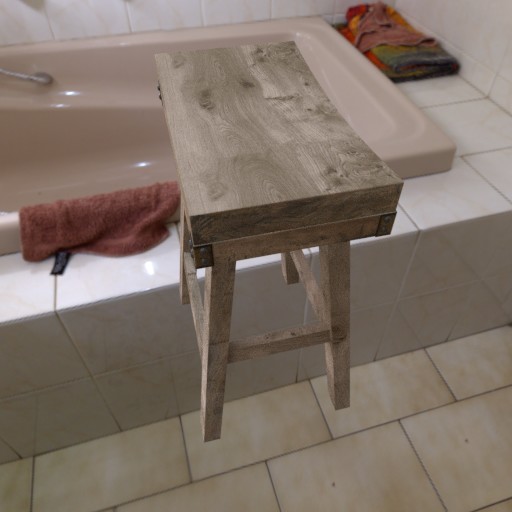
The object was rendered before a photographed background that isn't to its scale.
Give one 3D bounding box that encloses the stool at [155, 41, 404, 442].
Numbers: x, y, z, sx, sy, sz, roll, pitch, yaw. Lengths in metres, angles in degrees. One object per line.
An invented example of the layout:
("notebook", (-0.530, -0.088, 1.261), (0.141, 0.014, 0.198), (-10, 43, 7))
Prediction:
("stool", (0.000, 0.000, 0.876), (0.330, 0.635, 0.450), (-10, 47, -9))
